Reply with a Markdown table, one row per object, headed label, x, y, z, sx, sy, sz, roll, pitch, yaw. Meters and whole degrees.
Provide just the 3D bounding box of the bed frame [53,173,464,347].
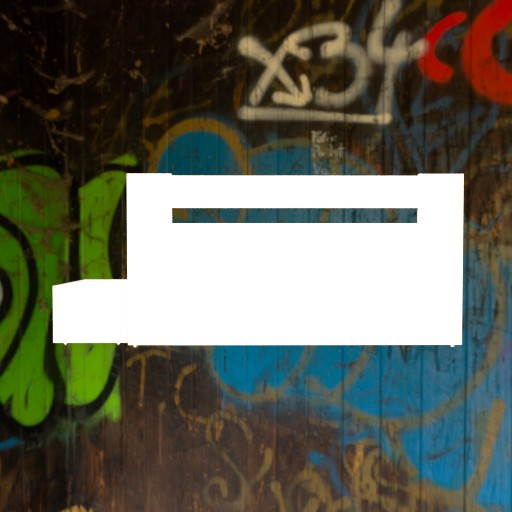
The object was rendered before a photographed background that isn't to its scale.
| label | x | y | z | sx | sy | sz | roll | pitch | yaw |
| --- | --- | --- | --- | --- | --- | --- | --- | --- | --- |
| bed frame | 0.000 | 0.000 | 3.218 | 2.040 | 0.860 | 2.050 | 0 | 1 | 0 |
